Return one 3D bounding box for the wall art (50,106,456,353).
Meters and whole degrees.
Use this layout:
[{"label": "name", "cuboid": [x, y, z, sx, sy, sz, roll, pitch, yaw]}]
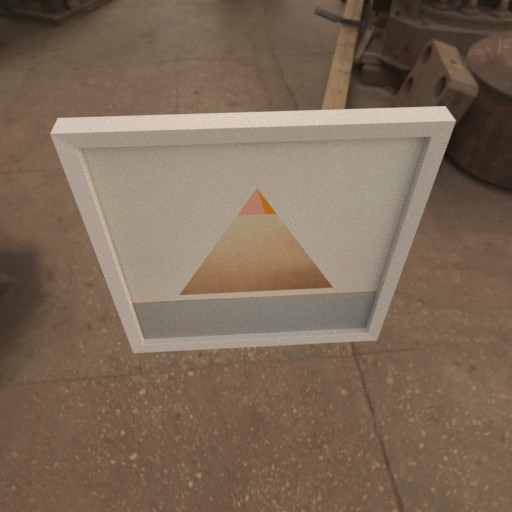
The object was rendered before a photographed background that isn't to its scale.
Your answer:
[{"label": "wall art", "cuboid": [0.000, 0.000, 1.907, 1.289, 1.291, 0.098, -3, 47, -2]}]
